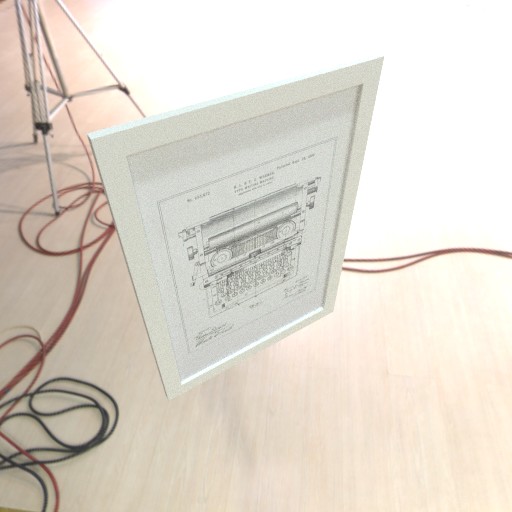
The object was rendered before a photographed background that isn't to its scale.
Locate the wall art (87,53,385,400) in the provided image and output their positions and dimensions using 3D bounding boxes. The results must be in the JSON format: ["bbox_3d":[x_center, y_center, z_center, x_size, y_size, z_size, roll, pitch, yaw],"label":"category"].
[{"bbox_3d":[0.000,0.000,0.688,0.381,0.533,0.013,-24,50,-22],"label":"wall art"}]
